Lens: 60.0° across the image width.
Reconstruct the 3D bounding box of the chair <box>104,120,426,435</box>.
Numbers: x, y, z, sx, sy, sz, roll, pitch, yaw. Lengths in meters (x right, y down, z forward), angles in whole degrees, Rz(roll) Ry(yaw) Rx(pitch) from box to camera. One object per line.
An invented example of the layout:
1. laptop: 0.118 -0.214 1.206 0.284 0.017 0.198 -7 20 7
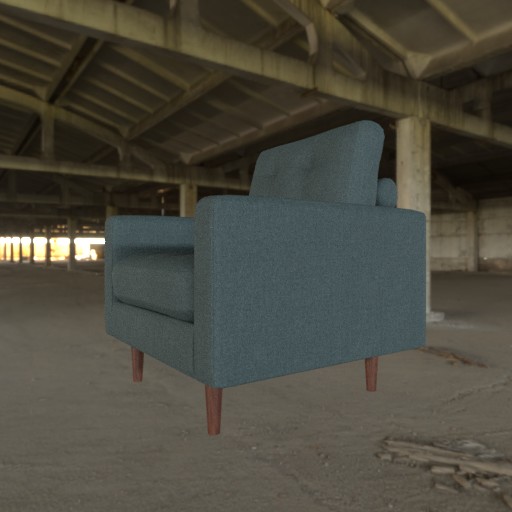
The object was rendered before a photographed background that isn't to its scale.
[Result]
1. chair: 0.000 0.000 1.517 0.843 0.880 0.821 -1 1 -35
